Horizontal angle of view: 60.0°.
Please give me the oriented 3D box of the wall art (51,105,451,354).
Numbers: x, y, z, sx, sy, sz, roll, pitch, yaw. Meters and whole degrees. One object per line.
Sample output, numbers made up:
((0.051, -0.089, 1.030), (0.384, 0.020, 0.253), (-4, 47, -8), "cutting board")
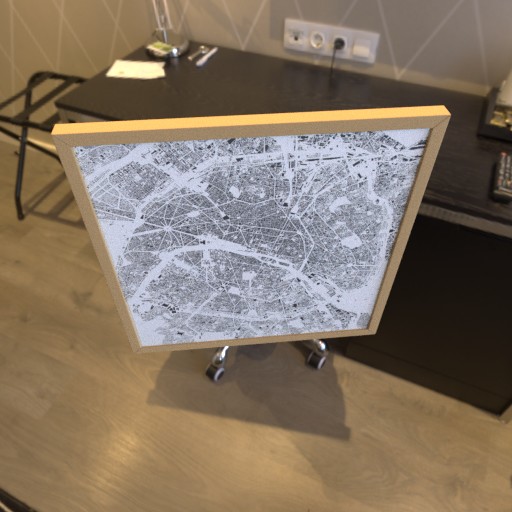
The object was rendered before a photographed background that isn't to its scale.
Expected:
((0.000, 0.000, 1.127), (0.761, 0.761, 0.037), (-4, 46, -4), "wall art")
